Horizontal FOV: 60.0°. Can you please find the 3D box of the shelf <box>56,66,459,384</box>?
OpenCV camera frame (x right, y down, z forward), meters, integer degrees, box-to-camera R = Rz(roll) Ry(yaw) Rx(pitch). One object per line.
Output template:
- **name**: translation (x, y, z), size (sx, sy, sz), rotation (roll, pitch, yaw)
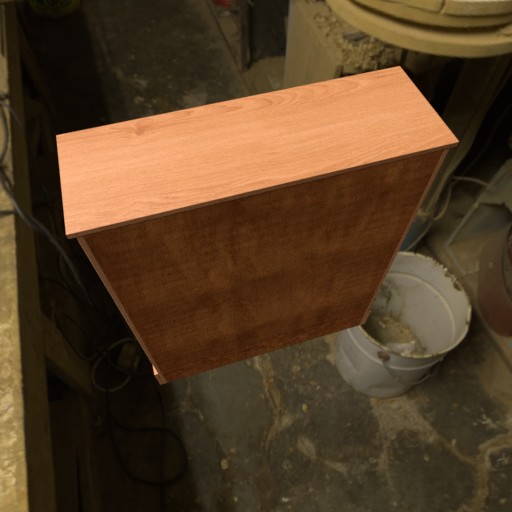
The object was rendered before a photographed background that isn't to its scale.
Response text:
- **shelf**: translation (0.000, 0.000, 1.390), size (0.840, 0.980, 0.291), rotation (-15, 59, -9)
